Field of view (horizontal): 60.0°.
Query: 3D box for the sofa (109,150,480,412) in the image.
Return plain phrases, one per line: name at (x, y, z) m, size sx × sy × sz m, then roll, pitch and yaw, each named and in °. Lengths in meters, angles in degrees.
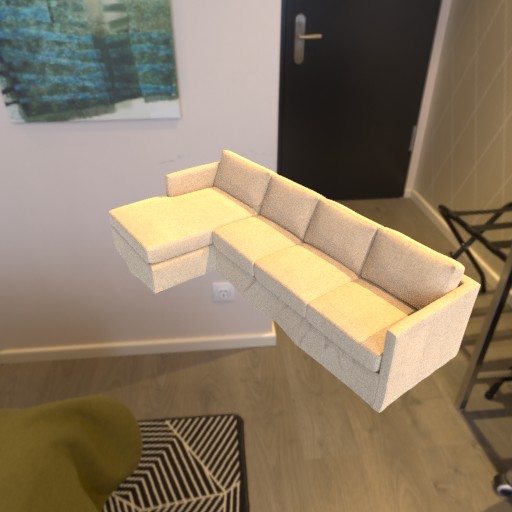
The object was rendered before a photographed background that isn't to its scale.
sofa at (0.000, 0.000, 3.967) m, size 1.650 × 0.922 × 3.205 m, roll -21°, pitch 38°, yaw -30°
